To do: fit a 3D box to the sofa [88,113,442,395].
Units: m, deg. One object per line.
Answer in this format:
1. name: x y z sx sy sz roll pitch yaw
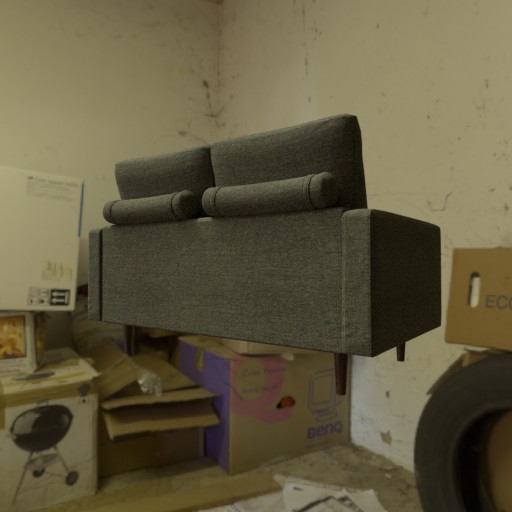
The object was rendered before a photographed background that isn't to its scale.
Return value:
1. sofa: 0.000 0.000 1.991 1.407 0.907 0.842 0 -1 36
